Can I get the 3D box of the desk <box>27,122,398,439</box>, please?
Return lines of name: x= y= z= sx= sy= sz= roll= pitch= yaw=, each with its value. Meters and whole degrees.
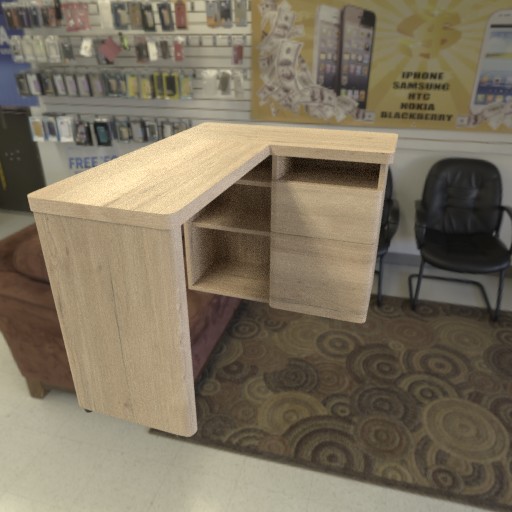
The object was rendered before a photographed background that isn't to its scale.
desk: x=0.000 y=0.000 z=1.698 sx=0.900 sy=0.760 sz=1.169 roll=8 pitch=28 yaw=16
